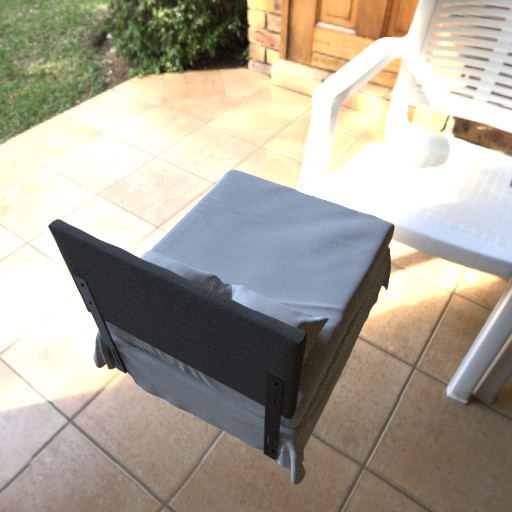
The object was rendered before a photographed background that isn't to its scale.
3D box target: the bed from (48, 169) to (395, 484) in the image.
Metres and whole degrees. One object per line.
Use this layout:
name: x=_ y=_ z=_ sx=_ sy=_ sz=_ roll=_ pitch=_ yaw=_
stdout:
bed: x=0.000 y=0.000 z=3.453 sx=1.936 sy=1.577 sz=2.222 roll=22 pitch=51 yaw=20
